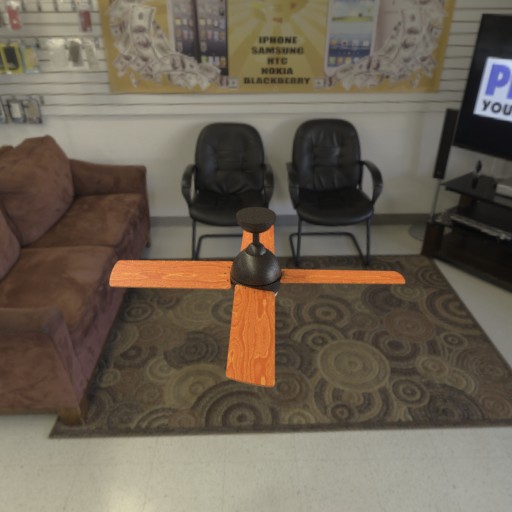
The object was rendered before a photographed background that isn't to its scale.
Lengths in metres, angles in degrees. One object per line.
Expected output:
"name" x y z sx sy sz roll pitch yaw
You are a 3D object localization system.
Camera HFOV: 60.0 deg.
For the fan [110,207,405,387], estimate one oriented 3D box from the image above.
"fan" 0.000 0.000 1.982 1.332 0.403 1.332 1 30 1
